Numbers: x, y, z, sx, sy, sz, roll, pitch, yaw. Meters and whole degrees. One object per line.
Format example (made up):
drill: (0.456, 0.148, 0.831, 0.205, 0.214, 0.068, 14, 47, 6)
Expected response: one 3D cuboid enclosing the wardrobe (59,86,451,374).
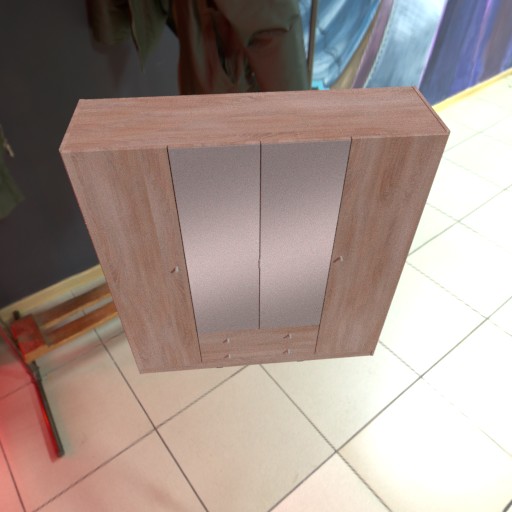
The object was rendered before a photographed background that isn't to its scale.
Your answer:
wardrobe: (0.000, 0.000, 3.186, 1.998, 2.159, 0.598, -4, 45, -4)
